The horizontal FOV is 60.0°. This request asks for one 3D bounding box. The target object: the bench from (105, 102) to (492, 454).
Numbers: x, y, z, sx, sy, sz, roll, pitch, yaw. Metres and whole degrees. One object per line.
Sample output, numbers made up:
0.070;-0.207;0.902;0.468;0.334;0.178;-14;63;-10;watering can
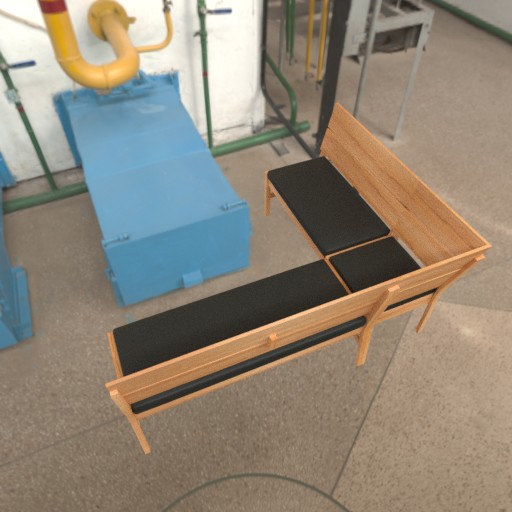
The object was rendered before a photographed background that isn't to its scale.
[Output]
0.000;0.000;2.800;1.948;0.890;1.548;-18;50;-15;bench
